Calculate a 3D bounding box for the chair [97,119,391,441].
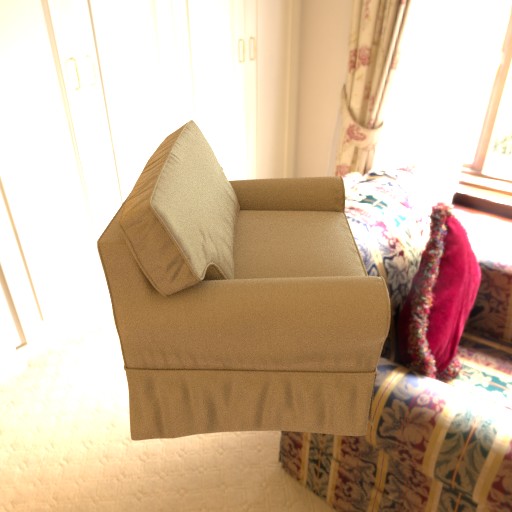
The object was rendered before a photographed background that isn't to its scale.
[{"bbox_3d":[0.000,0.000,1.837,0.903,0.937,1.096,1,30,1],"label":"chair"}]
